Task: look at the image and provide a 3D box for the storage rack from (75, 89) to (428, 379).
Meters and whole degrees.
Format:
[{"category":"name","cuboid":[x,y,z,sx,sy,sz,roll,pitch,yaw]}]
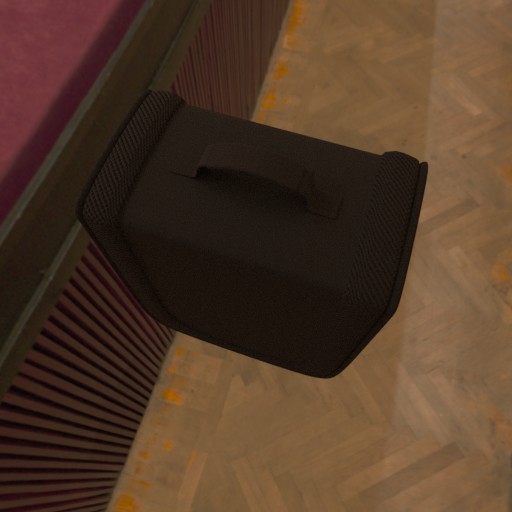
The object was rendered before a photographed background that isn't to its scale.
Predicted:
[{"category":"storage rack","cuboid":[0.000,0.000,0.549,0.297,0.387,0.168,17,65,8]}]
